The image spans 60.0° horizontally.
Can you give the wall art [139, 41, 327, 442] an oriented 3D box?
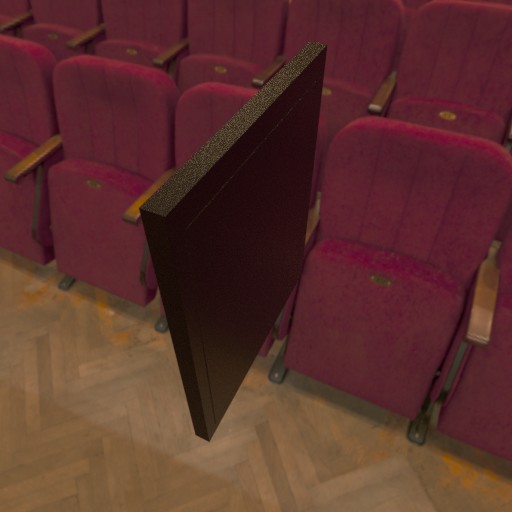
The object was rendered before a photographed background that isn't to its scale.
[{"bbox_3d":[0.000,0.000,0.773,0.031,0.558,0.461,19,49,17],"label":"wall art"}]
